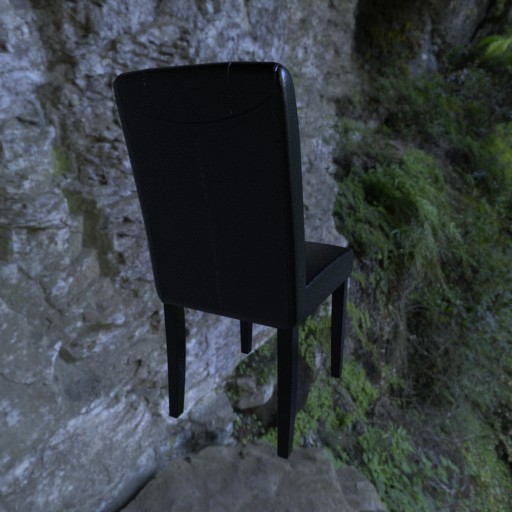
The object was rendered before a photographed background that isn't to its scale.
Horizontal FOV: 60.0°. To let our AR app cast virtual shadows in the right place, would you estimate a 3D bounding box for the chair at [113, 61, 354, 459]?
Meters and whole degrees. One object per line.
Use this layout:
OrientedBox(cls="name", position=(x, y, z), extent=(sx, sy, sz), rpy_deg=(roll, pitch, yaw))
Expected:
OrientedBox(cls="chair", position=(0.000, 0.000, 1.190), extent=(0.399, 0.897, 0.556), rpy_deg=(9, 18, 27))
